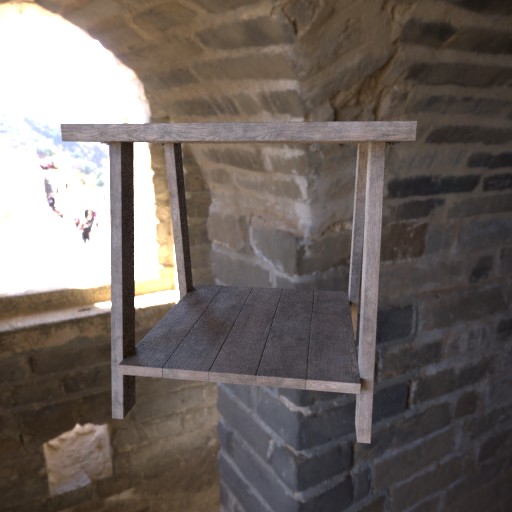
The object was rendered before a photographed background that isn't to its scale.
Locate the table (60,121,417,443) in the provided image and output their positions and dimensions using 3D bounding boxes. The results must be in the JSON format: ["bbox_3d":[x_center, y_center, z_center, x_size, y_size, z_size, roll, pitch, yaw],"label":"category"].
[{"bbox_3d":[0.000,0.000,1.107,0.610,0.610,0.610,2,14,9],"label":"table"}]
